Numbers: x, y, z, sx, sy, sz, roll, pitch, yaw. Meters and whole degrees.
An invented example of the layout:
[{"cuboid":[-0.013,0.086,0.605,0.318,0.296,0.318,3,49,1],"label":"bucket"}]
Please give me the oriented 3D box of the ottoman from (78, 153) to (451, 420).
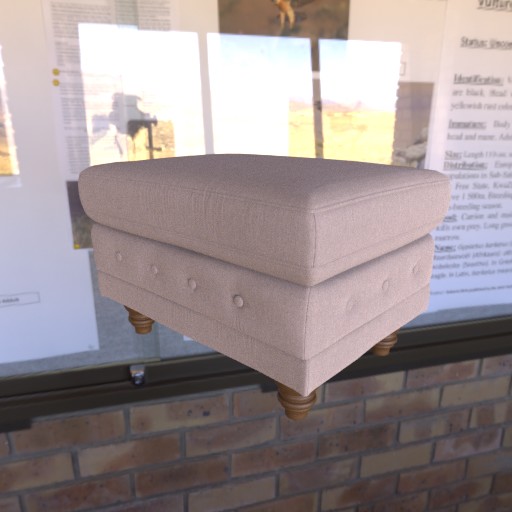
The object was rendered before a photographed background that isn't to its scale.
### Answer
[{"cuboid":[0.000,0.000,1.156,0.771,0.500,0.569,15,22,41],"label":"ottoman"}]
